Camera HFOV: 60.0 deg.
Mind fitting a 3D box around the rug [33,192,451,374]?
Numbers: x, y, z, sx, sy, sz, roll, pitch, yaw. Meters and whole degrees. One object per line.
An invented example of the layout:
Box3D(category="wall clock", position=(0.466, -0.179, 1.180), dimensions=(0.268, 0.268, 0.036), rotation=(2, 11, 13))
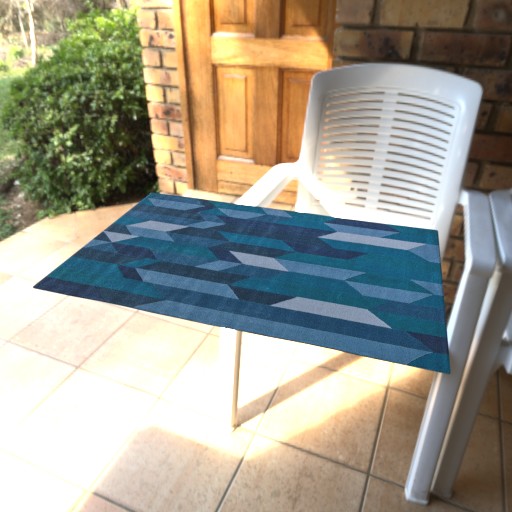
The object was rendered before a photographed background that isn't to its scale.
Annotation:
Box3D(category="rug", position=(0.000, 0.000, 3.046), dimensions=(2.420, 0.005, 1.528), rotation=(9, 33, 14))
